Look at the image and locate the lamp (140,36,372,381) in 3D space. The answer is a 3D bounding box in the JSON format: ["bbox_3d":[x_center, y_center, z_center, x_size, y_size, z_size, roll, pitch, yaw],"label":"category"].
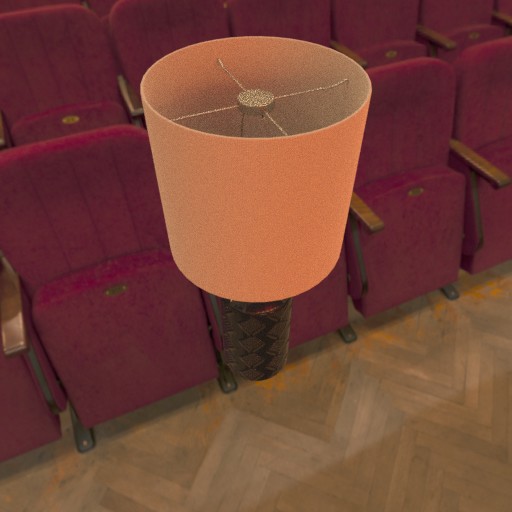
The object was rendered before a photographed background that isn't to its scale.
[{"bbox_3d":[0.000,0.000,0.566,0.207,0.461,0.207,-18,48,-16],"label":"lamp"}]
